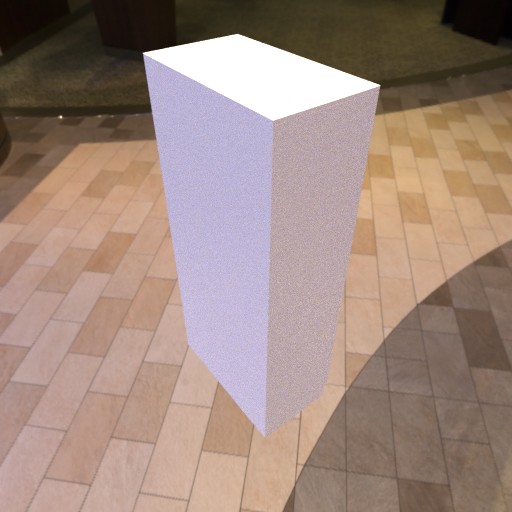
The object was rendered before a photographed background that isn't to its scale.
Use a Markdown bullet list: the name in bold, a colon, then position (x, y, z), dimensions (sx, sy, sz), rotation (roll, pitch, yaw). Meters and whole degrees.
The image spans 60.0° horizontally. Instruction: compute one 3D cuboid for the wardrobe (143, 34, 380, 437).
- **wardrobe**: position (0.000, 0.000, 2.068), dimensions (0.470, 1.700, 0.760), rotation (-26, 47, -28)
